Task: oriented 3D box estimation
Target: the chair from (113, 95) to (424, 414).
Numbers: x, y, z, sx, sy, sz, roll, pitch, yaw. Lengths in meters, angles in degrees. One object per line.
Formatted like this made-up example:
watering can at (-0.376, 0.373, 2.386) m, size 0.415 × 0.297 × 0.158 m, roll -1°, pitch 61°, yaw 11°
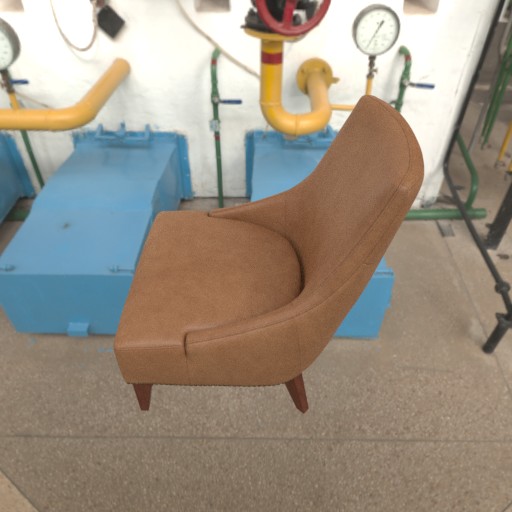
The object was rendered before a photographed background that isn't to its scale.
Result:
chair at (0.000, 0.000, 1.489) m, size 0.861 × 0.909 × 0.701 m, roll 1°, pitch 41°, yaw 1°
